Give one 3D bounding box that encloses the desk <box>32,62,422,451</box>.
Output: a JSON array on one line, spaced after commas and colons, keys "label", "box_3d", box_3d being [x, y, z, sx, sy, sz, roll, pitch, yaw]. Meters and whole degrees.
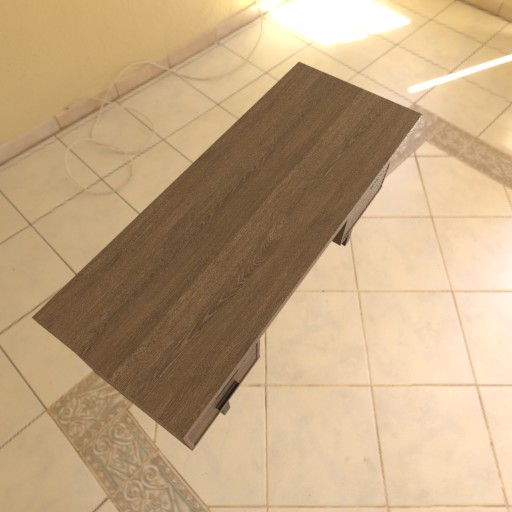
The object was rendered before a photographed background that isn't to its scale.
[{"label": "desk", "box_3d": [0.000, 0.000, 1.909, 0.600, 0.760, 1.524, 31, 64, 17]}]
